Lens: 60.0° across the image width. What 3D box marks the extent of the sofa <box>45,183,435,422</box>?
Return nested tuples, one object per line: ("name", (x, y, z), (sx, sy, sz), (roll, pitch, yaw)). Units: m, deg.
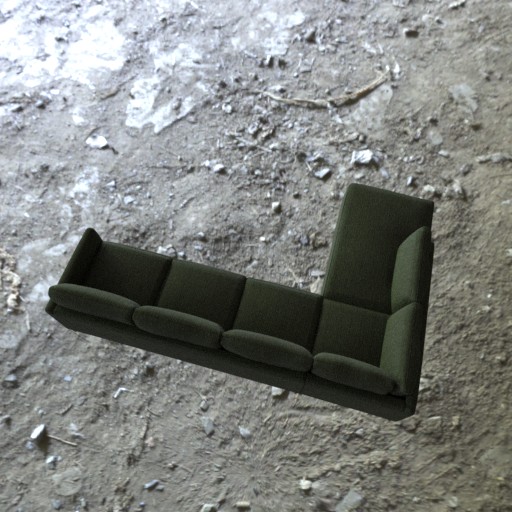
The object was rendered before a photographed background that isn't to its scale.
("sofa", (0.000, 0.000, 3.894), (2.949, 0.815, 2.007), (14, 65, 7))
